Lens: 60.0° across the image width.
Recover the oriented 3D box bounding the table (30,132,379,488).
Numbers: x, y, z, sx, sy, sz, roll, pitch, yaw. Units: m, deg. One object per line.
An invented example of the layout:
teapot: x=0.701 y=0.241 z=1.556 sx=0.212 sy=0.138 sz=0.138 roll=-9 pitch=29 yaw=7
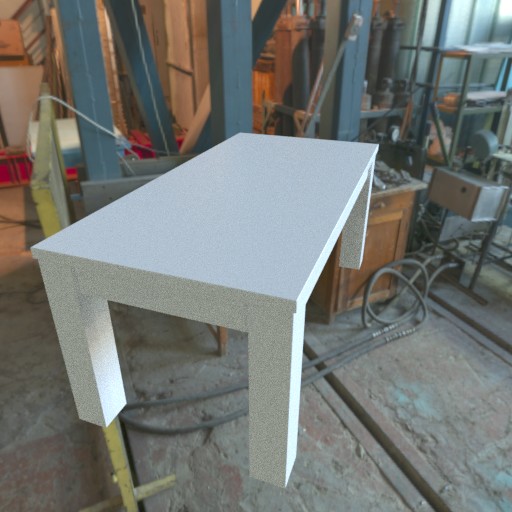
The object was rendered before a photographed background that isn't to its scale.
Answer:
table: x=0.000 y=0.000 z=2.233 sx=0.900 sy=0.790 sz=1.800 roll=10 pitch=29 yaw=18
